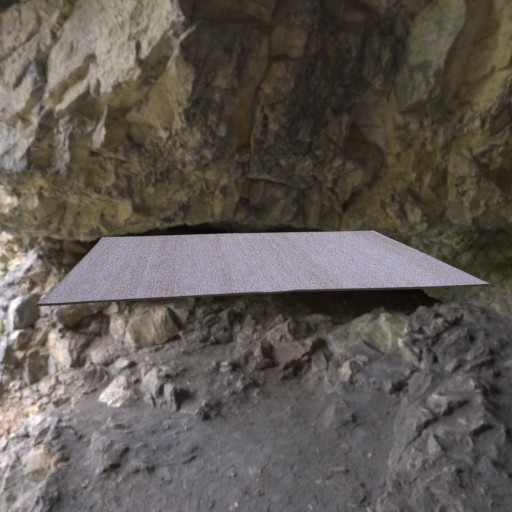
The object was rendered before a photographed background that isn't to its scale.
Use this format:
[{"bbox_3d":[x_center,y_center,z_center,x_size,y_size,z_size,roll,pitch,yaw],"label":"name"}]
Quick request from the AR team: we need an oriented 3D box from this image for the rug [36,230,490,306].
[{"bbox_3d":[0.000,0.000,2.945,2.283,0.030,1.596,-2,14,-7],"label":"rug"}]
